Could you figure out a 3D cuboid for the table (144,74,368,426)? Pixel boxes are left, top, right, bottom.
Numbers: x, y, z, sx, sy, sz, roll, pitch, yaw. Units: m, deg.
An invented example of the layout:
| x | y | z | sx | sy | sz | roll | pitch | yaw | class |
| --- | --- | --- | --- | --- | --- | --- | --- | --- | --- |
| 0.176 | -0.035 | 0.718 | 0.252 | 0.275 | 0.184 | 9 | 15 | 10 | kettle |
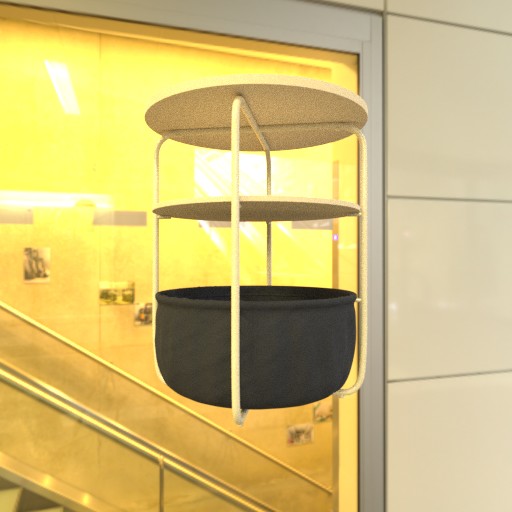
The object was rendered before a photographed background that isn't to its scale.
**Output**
| x | y | z | sx | sy | sz | roll | pitch | yaw | class |
| --- | --- | --- | --- | --- | --- | --- | --- | --- | --- |
| 0.000 | 0.000 | 0.856 | 0.418 | 0.532 | 0.418 | 0 | 0 | -36 | table |
